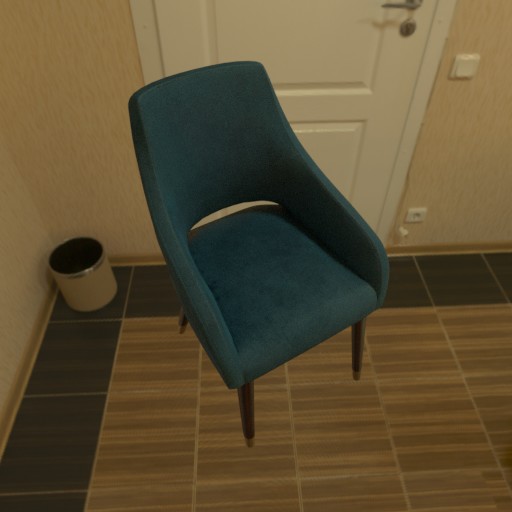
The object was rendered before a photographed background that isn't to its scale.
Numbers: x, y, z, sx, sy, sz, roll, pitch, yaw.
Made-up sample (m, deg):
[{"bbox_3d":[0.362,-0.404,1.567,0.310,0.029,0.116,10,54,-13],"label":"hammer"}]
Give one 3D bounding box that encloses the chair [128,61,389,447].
[{"bbox_3d":[0.000,0.000,1.607,0.683,1.081,0.794,-24,50,-22],"label":"chair"}]
